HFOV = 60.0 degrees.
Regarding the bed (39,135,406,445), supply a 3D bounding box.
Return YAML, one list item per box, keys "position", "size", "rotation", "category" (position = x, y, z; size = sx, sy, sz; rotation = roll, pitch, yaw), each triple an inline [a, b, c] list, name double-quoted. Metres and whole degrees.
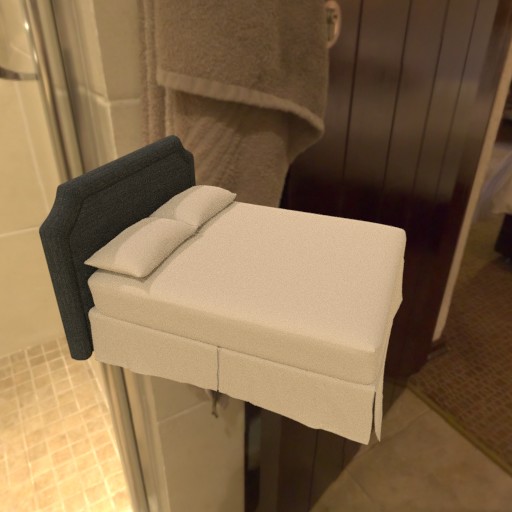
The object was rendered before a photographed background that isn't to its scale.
- position: [0.000, 0.000, 3.320]
  size: [2.208, 1.297, 1.828]
  rotation: [11, 31, 19]
  category: "bed"
